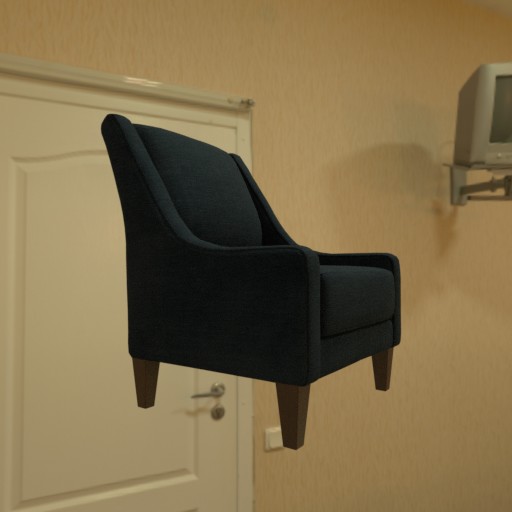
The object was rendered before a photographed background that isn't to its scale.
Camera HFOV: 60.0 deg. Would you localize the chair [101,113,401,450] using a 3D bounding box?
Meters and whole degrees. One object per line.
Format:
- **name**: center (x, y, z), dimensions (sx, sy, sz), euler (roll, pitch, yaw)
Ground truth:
- **chair**: center (0.000, 0.000, 1.639), dimensions (0.870, 1.014, 0.774), euler (-1, -2, 35)
